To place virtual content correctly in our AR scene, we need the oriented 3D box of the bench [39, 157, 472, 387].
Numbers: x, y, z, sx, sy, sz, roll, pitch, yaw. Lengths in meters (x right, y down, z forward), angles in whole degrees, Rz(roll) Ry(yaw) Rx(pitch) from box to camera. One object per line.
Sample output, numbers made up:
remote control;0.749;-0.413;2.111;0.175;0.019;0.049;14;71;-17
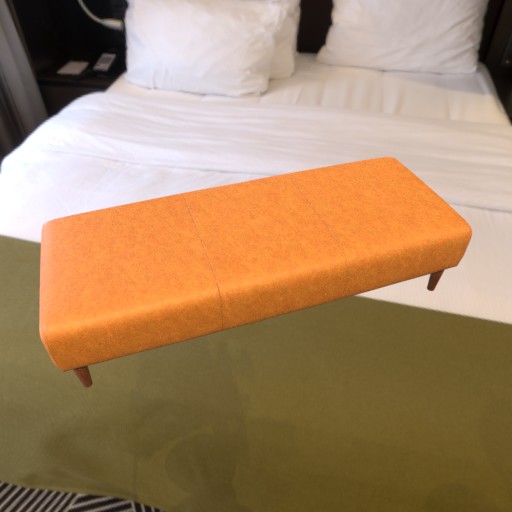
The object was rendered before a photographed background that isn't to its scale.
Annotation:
bench;0.000;0.000;1.855;1.610;0.399;0.653;-13;44;-14
